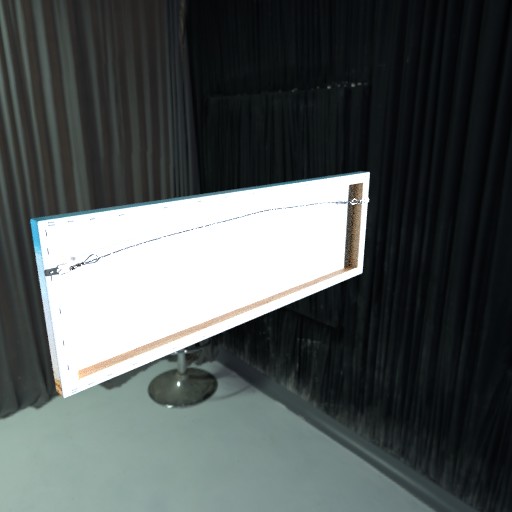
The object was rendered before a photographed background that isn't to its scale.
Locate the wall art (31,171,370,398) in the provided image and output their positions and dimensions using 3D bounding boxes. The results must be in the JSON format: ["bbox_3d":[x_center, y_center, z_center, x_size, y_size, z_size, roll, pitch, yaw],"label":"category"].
[{"bbox_3d":[0.000,0.000,0.837,0.759,0.254,0.044,-16,23,-42],"label":"wall art"}]
